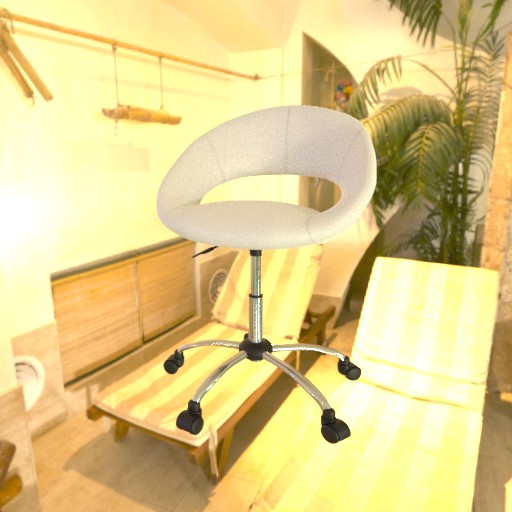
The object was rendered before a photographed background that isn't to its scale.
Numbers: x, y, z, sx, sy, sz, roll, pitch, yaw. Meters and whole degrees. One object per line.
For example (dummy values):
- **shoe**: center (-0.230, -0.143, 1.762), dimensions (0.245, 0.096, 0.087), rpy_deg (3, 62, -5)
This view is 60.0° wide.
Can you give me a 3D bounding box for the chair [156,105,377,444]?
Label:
- **chair**: center (0.000, 0.000, 1.177), dimensions (0.612, 0.791, 0.538), rpy_deg (7, 16, 26)
